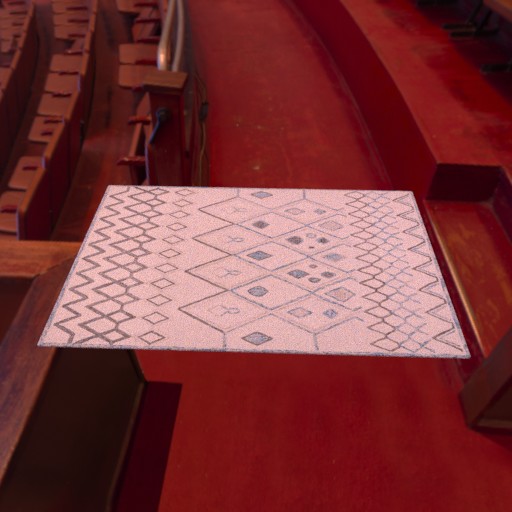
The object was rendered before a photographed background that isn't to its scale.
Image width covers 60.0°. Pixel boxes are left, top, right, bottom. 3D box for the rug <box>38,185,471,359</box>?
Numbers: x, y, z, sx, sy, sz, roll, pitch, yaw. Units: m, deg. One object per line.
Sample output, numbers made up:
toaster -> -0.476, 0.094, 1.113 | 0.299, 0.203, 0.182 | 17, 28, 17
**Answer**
rug -> 0.000, 0.000, 3.024 | 2.439, 0.015, 1.524 | 1, 45, 1
